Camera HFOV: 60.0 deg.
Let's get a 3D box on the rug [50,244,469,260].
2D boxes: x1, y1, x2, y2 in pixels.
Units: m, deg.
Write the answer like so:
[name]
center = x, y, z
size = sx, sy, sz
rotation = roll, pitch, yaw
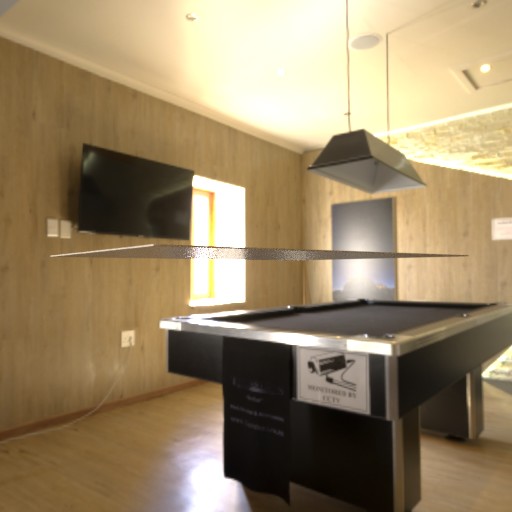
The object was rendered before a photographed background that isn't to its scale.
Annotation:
[rug]
center = 0.000, 0.000, 4.140
size = 3.072, 0.011, 2.451
rotation = 1, -2, -36
